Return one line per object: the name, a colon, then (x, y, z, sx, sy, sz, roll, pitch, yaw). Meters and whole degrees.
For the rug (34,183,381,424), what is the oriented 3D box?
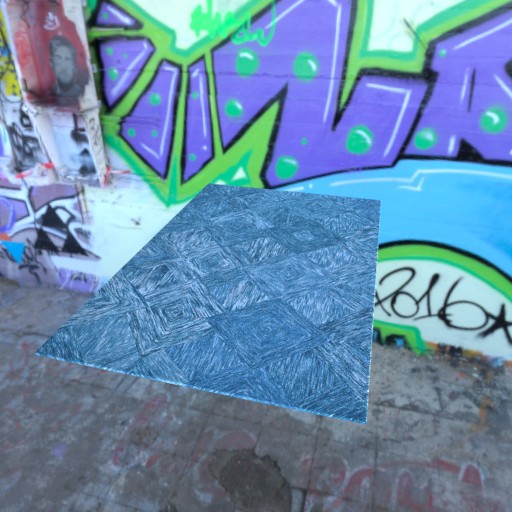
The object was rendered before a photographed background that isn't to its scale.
rug: (0.000, 0.000, 2.813, 1.490, 0.015, 2.277, 8, 31, 13)
